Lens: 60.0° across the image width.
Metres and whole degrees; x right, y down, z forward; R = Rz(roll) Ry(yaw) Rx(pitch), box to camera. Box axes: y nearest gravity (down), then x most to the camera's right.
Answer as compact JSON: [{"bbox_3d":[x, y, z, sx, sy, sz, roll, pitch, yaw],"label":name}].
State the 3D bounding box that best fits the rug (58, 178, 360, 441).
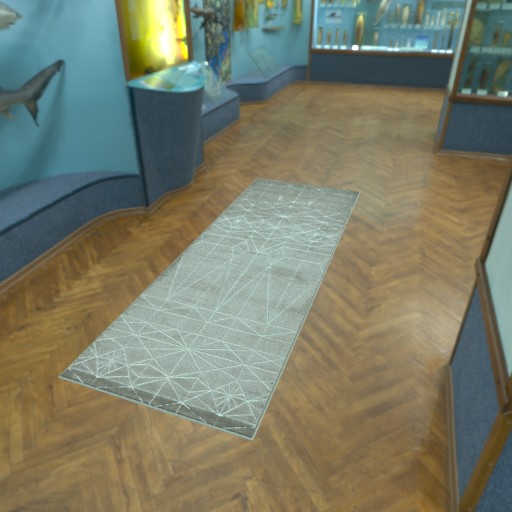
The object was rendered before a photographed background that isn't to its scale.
[{"bbox_3d":[0.000,0.000,2.666,0.864,0.012,2.388,11,33,17],"label":"rug"}]
